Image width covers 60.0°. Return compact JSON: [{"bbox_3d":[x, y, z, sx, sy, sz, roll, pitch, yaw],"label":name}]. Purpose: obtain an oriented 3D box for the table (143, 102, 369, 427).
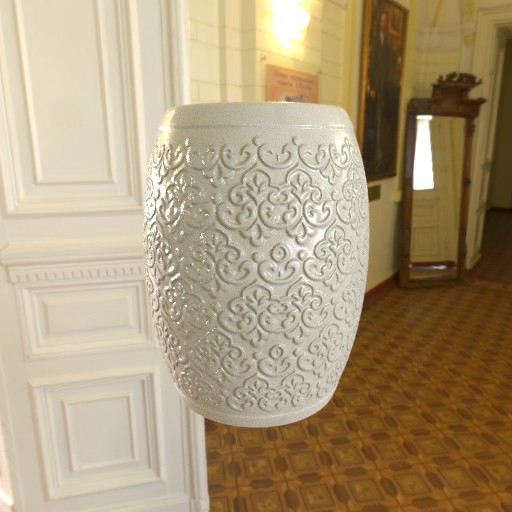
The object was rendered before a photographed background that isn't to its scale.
[{"bbox_3d":[0.000,0.000,0.628,0.309,0.397,0.309,0,14,0],"label":"table"}]
